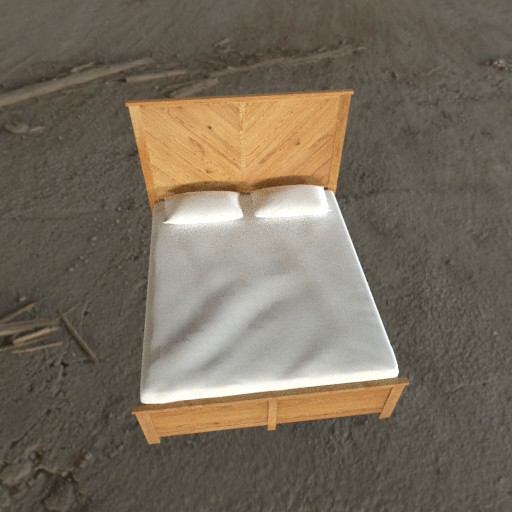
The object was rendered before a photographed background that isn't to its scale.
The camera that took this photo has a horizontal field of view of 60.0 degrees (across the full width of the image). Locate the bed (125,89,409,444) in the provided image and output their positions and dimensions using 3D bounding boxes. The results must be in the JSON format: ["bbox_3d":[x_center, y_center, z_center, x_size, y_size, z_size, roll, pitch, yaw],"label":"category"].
[{"bbox_3d":[0.000,0.000,3.621,1.936,1.686,2.201,-5,46,-4],"label":"bed"}]
